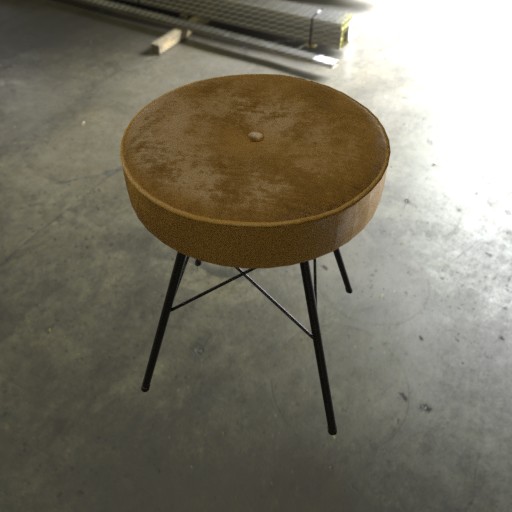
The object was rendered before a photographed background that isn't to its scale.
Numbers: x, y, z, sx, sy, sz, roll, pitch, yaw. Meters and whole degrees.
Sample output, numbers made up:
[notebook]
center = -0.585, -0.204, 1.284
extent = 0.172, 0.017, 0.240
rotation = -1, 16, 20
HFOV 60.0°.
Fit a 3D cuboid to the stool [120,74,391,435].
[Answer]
[stool]
center = 0.000, 0.000, 0.912
extent = 0.472, 0.595, 0.438
rotation = 11, 49, 10
